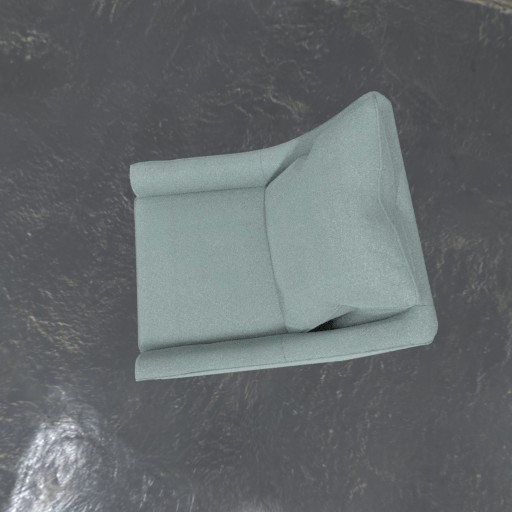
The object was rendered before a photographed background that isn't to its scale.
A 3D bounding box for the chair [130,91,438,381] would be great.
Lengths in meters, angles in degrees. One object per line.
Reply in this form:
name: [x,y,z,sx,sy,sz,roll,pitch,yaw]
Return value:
chair: [0.000,0.000,1.550,0.870,0.926,0.760,-6,74,-2]
